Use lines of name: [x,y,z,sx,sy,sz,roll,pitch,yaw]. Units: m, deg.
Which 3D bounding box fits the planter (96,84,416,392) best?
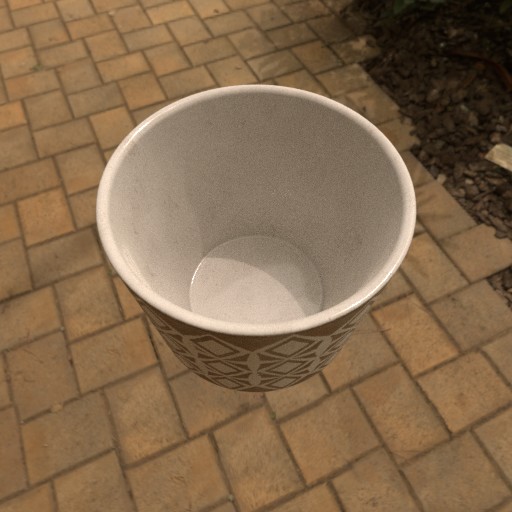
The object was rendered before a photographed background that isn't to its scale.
planter: [0.000,0.000,0.458,0.260,0.220,0.260,0,58,0]
